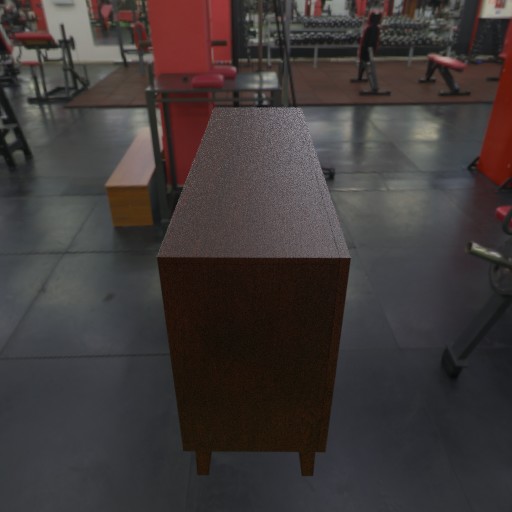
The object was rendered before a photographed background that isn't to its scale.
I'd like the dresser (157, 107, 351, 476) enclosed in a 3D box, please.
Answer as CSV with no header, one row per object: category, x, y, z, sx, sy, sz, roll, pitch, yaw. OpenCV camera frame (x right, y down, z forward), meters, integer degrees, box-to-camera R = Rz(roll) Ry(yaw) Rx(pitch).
dresser,0.000,0.000,2.054,0.499,0.971,1.609,0,31,0
